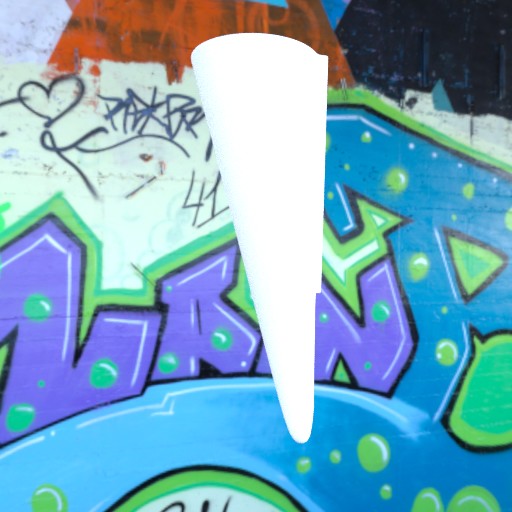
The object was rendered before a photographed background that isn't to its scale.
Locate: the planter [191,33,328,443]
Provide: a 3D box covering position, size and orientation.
[{"bbox_3d":[0.000,0.000,0.221,0.064,0.193,0.057,0,1,-17],"label":"planter"}]
